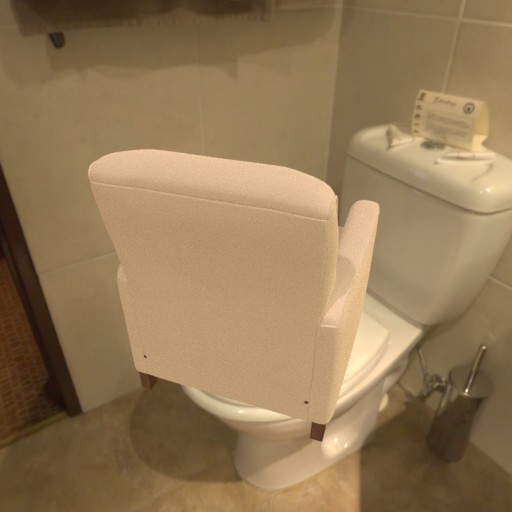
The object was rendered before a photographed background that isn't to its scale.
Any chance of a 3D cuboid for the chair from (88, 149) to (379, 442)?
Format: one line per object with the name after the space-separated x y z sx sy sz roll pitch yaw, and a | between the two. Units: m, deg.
0.000 0.000 1.689 0.841 1.028 0.858 11 35 16 | chair
